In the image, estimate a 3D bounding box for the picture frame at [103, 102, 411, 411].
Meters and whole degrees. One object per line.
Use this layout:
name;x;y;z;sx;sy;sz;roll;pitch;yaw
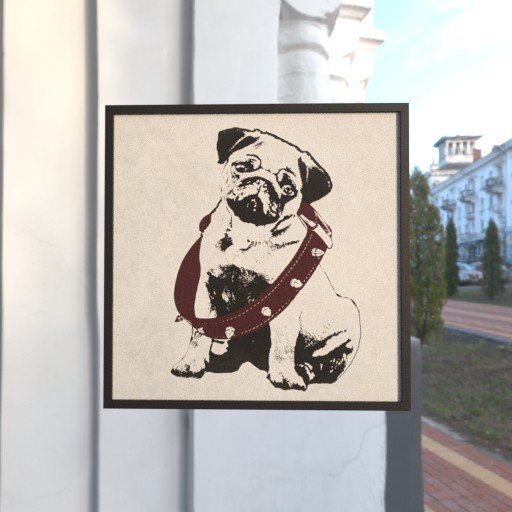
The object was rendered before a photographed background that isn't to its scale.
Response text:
picture frame;0.000;0.000;1.137;0.775;0.775;0.032;0;-1;1
